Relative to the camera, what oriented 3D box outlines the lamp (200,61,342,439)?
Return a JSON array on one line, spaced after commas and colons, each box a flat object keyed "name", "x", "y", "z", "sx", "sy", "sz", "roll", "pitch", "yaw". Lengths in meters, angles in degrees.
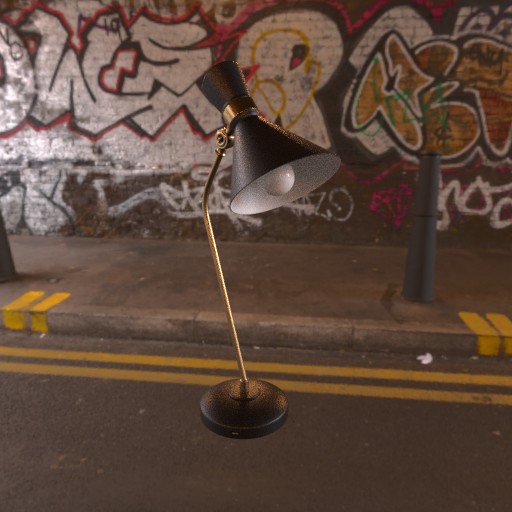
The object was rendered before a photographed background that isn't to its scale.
[{"name": "lamp", "x": 0.000, "y": 0.000, "z": 0.778, "sx": 0.189, "sy": 0.647, "sz": 0.292, "roll": -13, "pitch": 19, "yaw": -43}]
